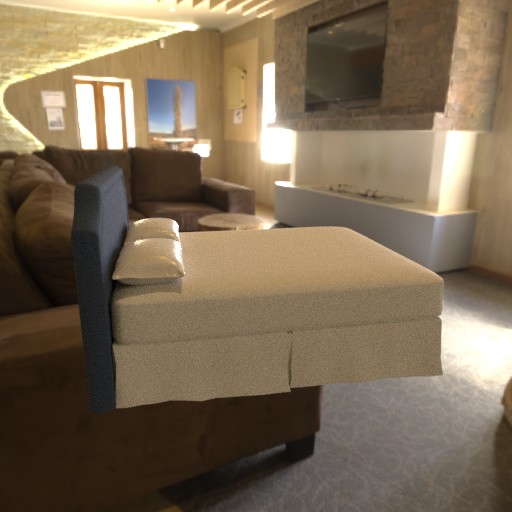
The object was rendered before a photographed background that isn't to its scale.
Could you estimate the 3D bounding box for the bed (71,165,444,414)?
[{"bbox_3d":[0.000,0.000,3.378,2.260,1.297,1.831,-3,16,-11],"label":"bed"}]
